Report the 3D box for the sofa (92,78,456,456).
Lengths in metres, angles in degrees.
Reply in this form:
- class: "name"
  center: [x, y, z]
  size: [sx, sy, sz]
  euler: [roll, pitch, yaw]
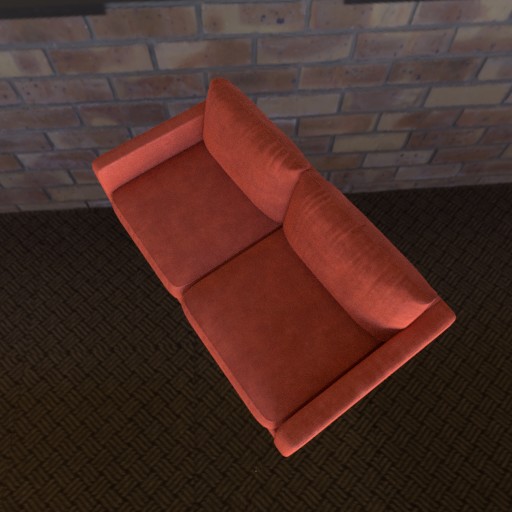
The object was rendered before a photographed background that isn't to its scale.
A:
- class: "sofa"
  center: [0.000, 0.000, 2.116]
  size: [0.864, 0.896, 1.574]
  euler: [-33, 69, -15]
